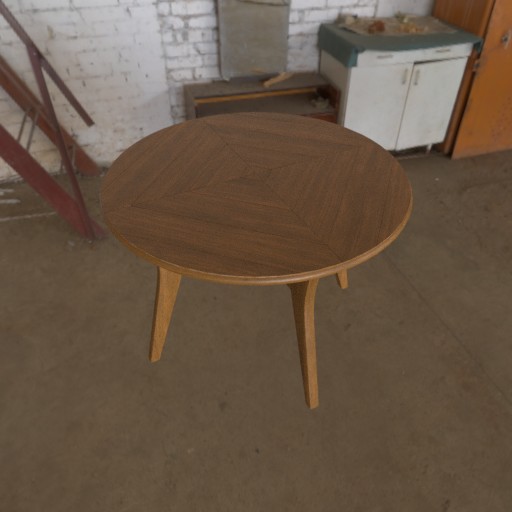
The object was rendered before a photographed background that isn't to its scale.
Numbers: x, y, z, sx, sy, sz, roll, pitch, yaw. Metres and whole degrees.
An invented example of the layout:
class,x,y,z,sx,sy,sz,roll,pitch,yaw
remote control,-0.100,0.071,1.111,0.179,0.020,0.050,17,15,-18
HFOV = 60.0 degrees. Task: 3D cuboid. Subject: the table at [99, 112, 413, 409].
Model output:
class,x,y,z,sx,sy,sz,roll,pitch,yaw
table,0.000,0.000,1.783,1.055,0.757,1.055,0,41,0
